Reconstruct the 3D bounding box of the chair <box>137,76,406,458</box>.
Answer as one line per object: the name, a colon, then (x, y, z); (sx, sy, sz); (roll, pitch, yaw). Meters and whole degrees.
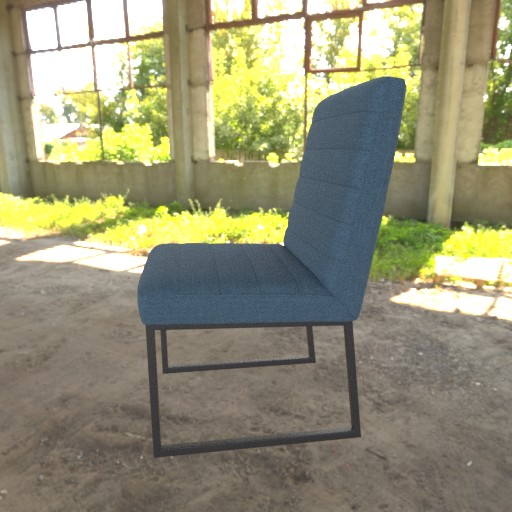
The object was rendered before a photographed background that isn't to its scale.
chair: (0.000, 0.000, 1.289); (0.634, 0.930, 0.520); (-2, 14, -8)
